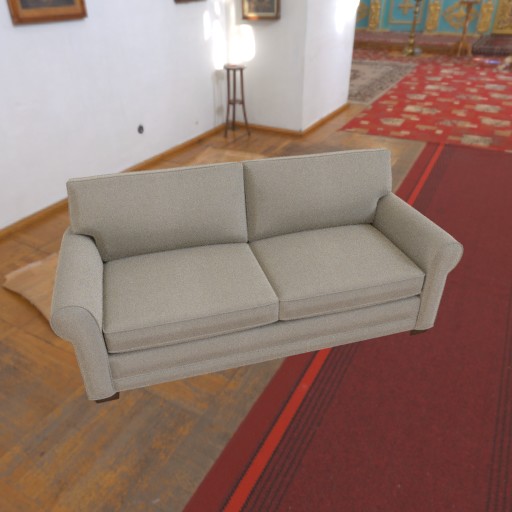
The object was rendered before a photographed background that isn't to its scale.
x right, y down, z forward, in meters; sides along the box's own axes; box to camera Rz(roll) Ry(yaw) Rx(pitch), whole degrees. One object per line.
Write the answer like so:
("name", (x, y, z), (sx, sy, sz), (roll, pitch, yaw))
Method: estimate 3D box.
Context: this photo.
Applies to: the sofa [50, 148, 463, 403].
("sofa", (0.000, 0.000, 2.601), (2.146, 0.962, 0.901), (-9, 33, -14))
